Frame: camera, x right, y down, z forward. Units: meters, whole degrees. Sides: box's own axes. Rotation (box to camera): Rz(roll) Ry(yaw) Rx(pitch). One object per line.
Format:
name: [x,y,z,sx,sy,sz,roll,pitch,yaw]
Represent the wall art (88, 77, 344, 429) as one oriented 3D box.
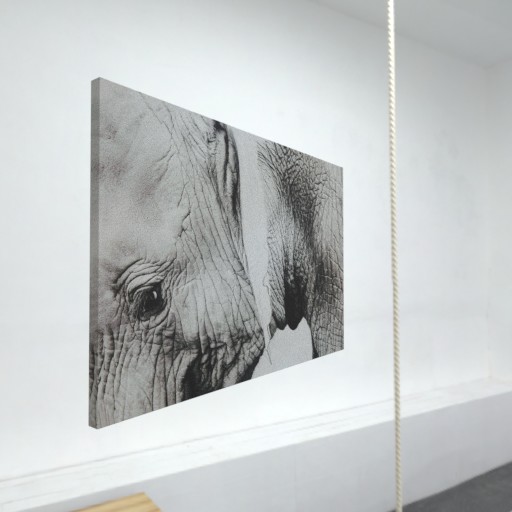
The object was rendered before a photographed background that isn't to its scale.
wall art: [0.000,0.000,1.411,0.035,0.758,1.141,-1,-1,38]
